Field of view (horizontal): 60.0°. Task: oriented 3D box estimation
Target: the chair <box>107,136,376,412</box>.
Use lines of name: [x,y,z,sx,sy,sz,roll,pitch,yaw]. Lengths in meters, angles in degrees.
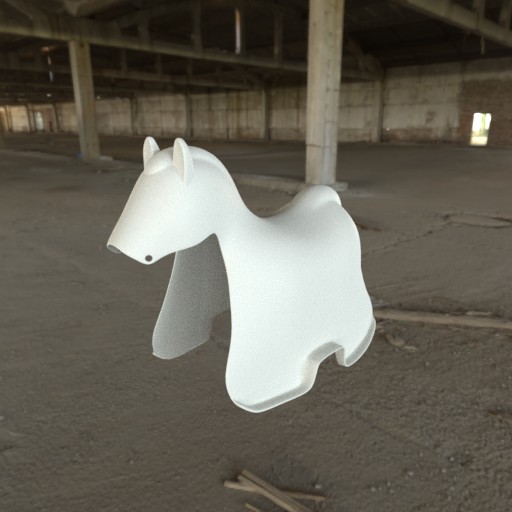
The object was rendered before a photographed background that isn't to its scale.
chair: [0.000,0.000,1.156,0.429,0.612,0.800,16,23,41]
